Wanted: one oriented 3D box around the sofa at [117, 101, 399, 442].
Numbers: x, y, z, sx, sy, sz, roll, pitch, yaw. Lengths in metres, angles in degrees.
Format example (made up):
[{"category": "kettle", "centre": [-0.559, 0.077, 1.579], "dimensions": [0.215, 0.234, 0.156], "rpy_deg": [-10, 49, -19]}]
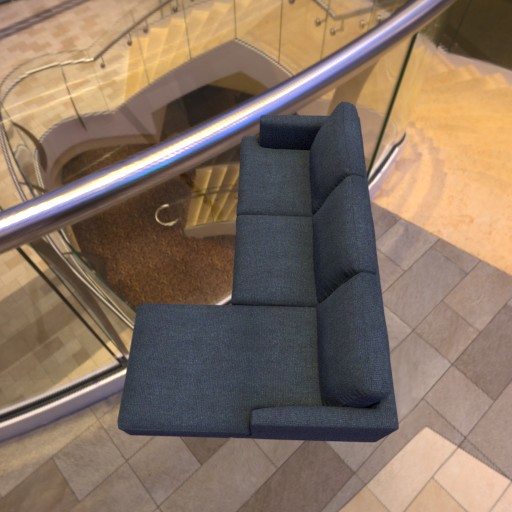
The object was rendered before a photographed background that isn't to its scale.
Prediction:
[{"category": "sofa", "centre": [0.000, 0.000, 2.973], "dimensions": [1.504, 0.956, 2.233], "rpy_deg": [1, 60, 1]}]
